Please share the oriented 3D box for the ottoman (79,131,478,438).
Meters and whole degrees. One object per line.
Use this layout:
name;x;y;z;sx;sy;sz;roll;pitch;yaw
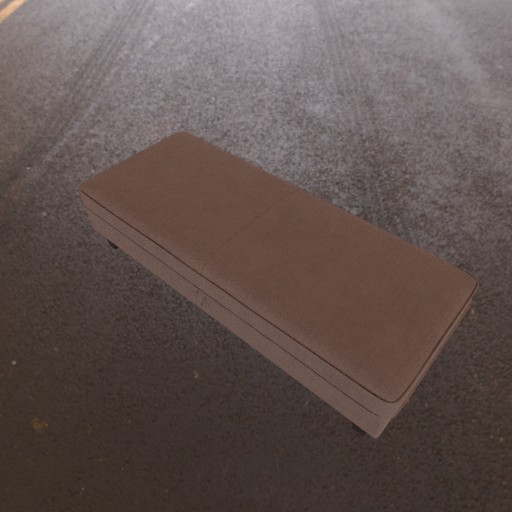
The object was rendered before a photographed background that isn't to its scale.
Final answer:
ottoman;0.000;0.000;2.080;1.764;0.470;0.751;32;54;27
